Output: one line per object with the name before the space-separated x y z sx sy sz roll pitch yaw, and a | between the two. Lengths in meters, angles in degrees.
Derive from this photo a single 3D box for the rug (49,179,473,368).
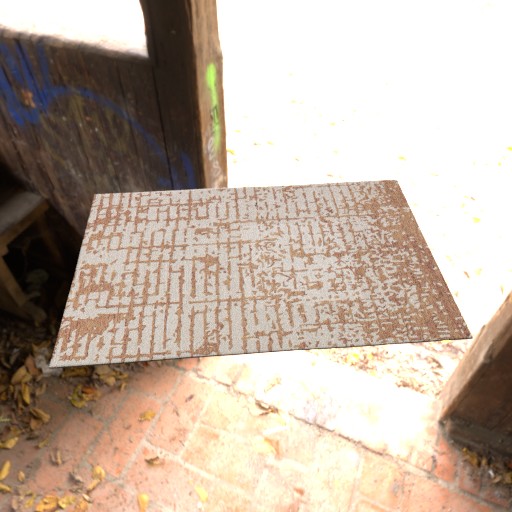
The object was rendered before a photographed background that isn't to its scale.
rug | 0.000 0.000 3.044 2.435 0.011 1.517 -3 47 -3
